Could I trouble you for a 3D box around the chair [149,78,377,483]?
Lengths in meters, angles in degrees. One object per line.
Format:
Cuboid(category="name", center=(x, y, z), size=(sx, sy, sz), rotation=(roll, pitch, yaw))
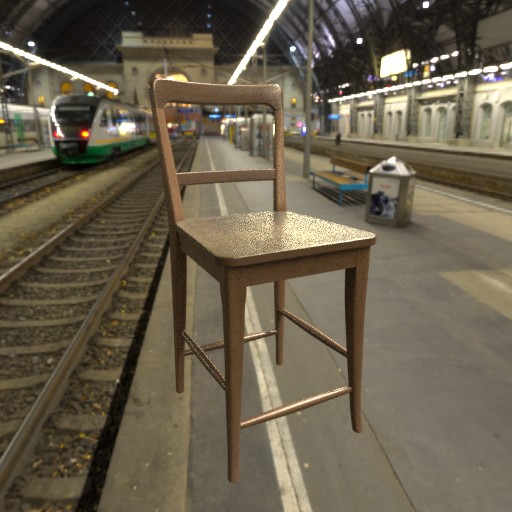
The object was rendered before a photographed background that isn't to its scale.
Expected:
Cuboid(category="chair", center=(0.000, 0.000, 1.290), size=(0.450, 0.991, 0.546), rotation=(-8, 18, -27))
